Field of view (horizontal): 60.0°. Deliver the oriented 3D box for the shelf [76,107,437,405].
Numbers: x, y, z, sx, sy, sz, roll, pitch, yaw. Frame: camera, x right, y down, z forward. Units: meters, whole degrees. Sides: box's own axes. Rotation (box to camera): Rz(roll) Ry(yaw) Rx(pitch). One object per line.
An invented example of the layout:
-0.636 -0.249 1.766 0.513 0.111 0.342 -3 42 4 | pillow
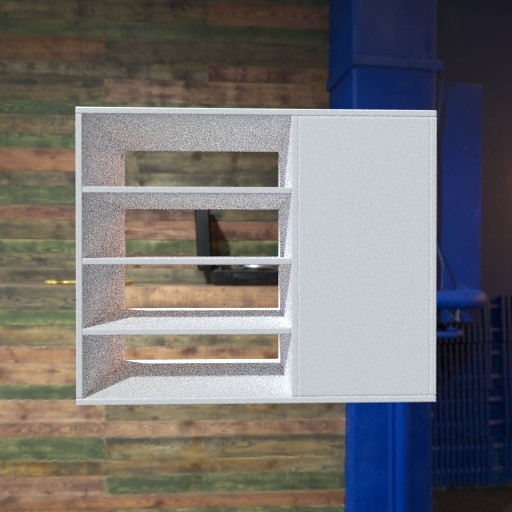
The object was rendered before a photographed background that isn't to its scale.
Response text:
0.000 0.000 1.296 0.895 0.732 0.396 0 0 -2 | shelf
